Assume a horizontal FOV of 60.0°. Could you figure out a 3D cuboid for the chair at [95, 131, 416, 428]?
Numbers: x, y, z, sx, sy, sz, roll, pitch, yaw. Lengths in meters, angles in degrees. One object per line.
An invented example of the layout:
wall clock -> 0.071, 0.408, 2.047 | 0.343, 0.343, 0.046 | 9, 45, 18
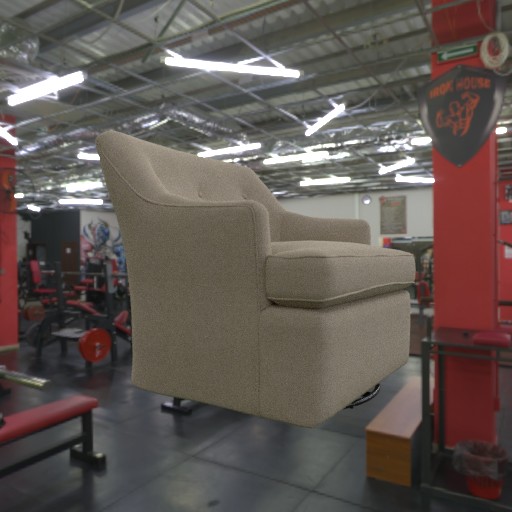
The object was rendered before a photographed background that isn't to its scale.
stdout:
chair -> 0.000, 0.000, 1.569 | 0.923, 0.856, 0.864 | 0, 1, 34
